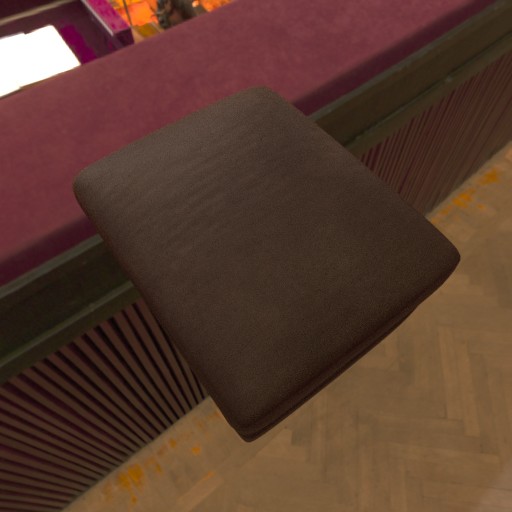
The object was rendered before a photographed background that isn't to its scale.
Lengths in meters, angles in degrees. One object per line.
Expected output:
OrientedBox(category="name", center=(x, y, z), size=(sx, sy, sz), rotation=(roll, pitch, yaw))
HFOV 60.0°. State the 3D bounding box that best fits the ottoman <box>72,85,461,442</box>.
OrientedBox(category="ottoman", center=(0.000, 0.000, 1.268), size=(0.670, 0.569, 0.806), rotation=(-33, 64, -18))
